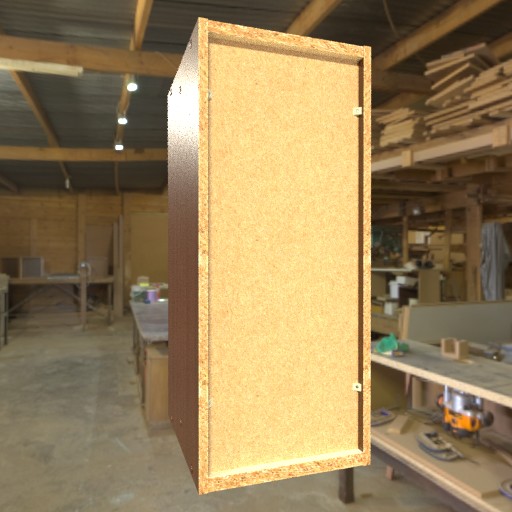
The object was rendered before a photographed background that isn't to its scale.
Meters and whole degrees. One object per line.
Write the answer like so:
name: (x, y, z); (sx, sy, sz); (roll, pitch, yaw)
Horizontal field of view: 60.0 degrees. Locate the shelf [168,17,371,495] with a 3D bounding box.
shelf: (0.000, 0.000, 0.734); (0.253, 0.600, 0.290); (0, 0, -19)
